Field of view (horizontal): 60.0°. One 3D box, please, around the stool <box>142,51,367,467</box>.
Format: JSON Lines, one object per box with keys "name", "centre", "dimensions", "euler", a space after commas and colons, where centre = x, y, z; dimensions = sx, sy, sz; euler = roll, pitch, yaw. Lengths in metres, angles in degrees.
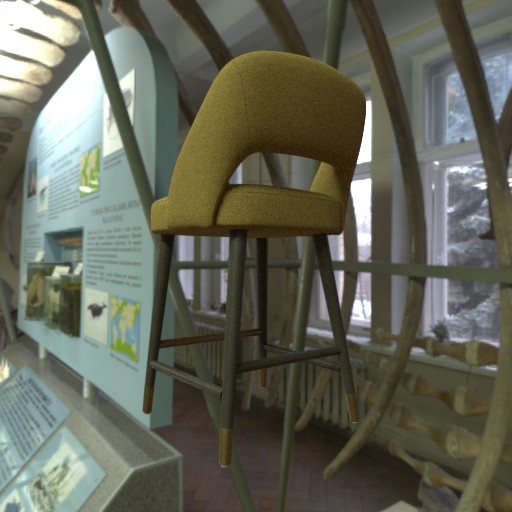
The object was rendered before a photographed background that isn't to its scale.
{"name": "stool", "centre": [0.000, 0.000, 1.257], "dimensions": [0.536, 0.939, 0.522], "euler": [0, 0, -37]}
